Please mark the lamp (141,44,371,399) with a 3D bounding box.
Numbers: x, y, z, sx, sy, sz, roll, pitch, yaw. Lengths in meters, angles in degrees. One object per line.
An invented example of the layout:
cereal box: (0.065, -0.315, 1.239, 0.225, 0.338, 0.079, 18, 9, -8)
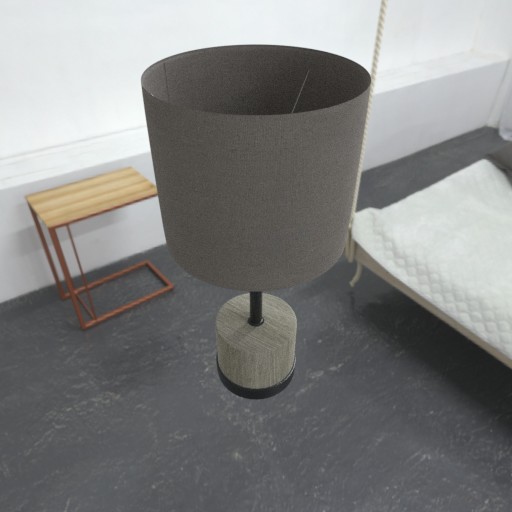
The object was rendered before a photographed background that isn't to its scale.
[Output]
lamp: (0.000, 0.000, 0.591, 0.229, 0.470, 0.229, 23, 44, 26)
